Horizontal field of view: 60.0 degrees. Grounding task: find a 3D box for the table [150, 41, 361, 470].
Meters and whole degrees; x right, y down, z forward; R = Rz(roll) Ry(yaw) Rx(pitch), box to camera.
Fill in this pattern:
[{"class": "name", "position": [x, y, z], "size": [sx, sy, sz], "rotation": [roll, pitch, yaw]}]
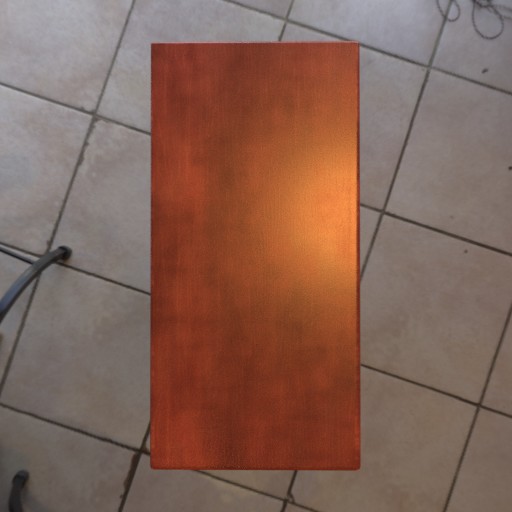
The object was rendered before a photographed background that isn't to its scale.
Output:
[{"class": "table", "position": [0.000, 0.000, 1.445], "size": [0.580, 0.485, 1.171], "rotation": [0, 90, 1]}]
